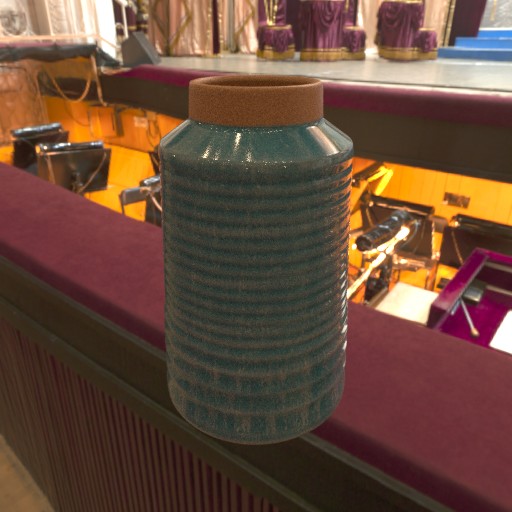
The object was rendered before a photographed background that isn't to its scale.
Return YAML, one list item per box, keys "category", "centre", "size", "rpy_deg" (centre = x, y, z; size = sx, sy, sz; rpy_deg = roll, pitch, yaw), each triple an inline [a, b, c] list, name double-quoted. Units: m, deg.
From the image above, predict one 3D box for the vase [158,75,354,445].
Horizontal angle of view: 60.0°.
- category: "vase"
  centre: [0.000, 0.000, 0.361]
  size: [0.163, 0.267, 0.163]
  rpy_deg: [0, 27, 0]
